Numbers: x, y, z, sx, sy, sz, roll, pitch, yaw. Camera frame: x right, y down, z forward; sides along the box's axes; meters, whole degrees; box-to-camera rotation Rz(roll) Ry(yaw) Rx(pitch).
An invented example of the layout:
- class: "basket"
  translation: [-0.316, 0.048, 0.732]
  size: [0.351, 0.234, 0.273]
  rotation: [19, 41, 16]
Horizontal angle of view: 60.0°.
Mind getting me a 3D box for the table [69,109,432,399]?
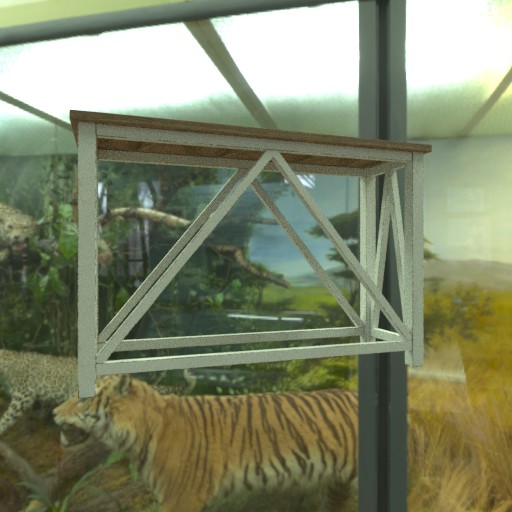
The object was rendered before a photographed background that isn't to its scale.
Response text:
- class: "table"
  translation: [0.000, 0.000, 1.841]
  size: [1.400, 0.930, 0.450]
  rotation: [0, 0, -19]
